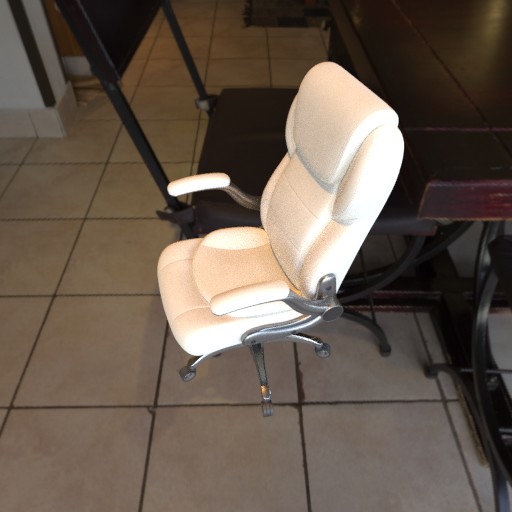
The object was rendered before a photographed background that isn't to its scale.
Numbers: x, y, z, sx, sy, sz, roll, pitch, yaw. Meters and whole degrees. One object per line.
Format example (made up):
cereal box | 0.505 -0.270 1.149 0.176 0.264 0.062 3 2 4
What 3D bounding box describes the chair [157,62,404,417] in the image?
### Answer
chair | 0.000 0.000 1.803 0.806 1.330 0.755 -14 46 -14
